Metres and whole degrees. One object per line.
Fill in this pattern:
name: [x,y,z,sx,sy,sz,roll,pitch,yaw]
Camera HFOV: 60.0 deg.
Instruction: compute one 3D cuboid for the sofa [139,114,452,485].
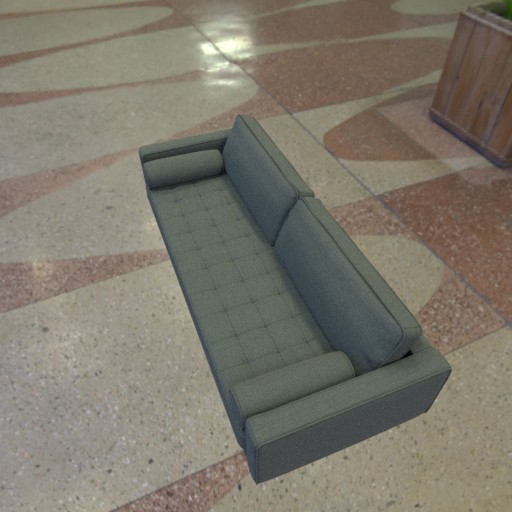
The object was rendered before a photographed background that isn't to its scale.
sofa: [0.000,0.000,2.568,0.914,0.762,2.198,-16,48,-15]
